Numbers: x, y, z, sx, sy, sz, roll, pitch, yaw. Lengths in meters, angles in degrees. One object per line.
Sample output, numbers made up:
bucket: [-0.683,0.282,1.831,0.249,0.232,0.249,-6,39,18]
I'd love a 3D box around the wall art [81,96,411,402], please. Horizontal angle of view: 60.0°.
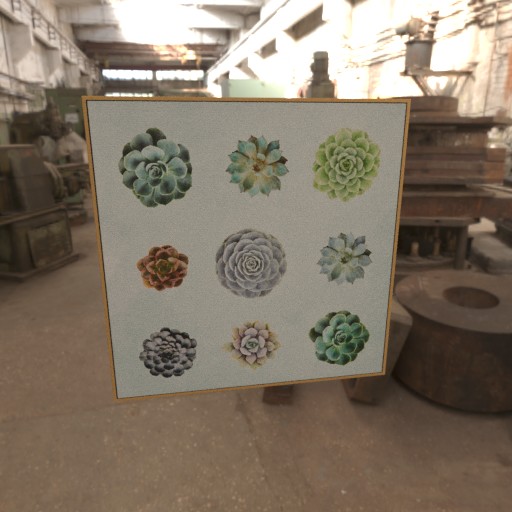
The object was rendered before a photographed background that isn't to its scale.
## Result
wall art: [0.000,0.000,0.973,0.657,0.655,0.014,-3,17,-10]
